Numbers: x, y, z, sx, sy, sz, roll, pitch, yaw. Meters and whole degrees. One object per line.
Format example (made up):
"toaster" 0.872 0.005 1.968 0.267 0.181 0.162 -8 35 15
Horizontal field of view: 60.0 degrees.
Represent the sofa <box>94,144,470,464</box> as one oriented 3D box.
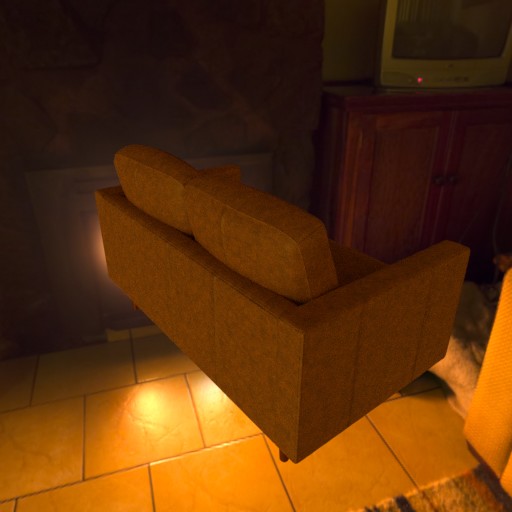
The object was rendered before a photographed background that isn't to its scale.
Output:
"sofa" 0.000 0.000 2.085 0.909 0.951 1.578 -19 32 -33
